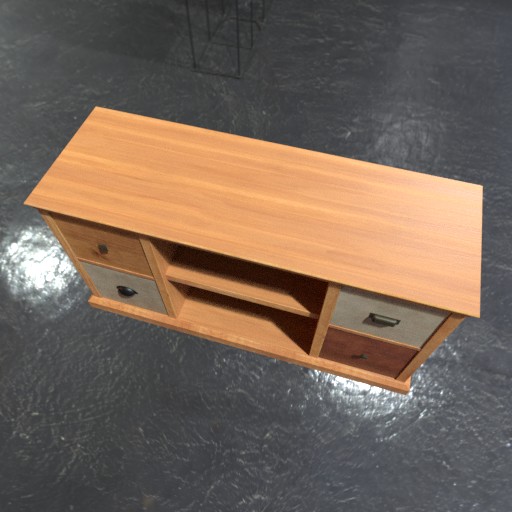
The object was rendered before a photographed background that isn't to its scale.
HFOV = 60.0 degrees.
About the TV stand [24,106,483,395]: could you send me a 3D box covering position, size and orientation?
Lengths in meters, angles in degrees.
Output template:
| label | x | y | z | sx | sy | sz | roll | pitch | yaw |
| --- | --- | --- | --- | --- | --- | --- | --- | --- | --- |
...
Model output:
| label | x | y | z | sx | sy | sz | roll | pitch | yaw |
| --- | --- | --- | --- | --- | --- | --- | --- | --- | --- |
| TV stand | 0.000 | 0.000 | 1.449 | 1.181 | 0.607 | 0.417 | 14 | 58 | 9 |
